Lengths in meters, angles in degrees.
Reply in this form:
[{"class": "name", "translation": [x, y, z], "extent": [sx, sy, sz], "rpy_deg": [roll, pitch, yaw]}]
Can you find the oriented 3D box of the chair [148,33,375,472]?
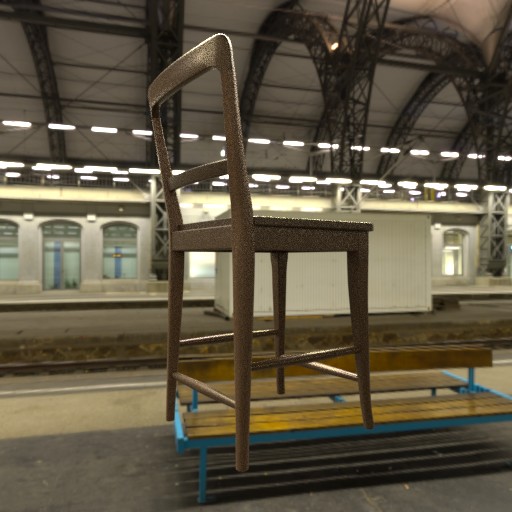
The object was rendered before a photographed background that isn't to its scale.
[{"class": "chair", "translation": [0.000, 0.000, 1.288], "extent": [0.546, 0.991, 0.450], "rpy_deg": [0, -1, -36]}]
